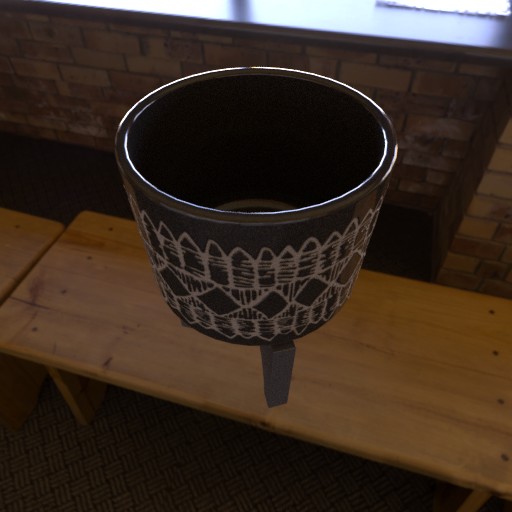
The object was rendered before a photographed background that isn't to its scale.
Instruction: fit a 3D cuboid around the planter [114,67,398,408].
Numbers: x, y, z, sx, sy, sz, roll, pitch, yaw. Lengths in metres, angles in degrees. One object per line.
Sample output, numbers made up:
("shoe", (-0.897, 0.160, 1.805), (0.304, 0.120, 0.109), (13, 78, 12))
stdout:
("planter", (0.000, 0.000, 0.406), (0.196, 0.264, 0.196), (-11, 48, -10))
